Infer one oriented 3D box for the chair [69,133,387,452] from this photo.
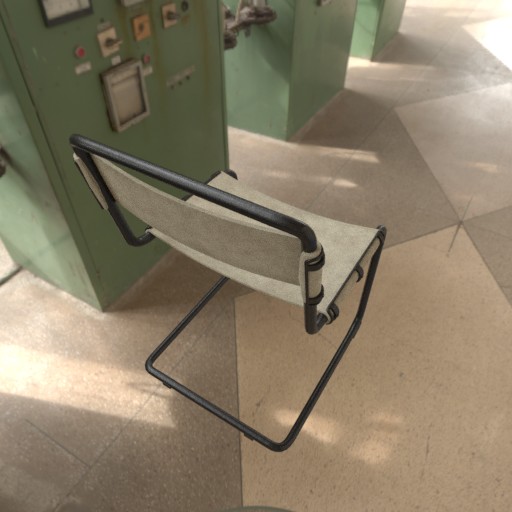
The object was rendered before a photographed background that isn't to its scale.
[{"bbox_3d":[0.000,0.000,1.055,0.499,0.747,0.497,24,50,22],"label":"chair"}]
